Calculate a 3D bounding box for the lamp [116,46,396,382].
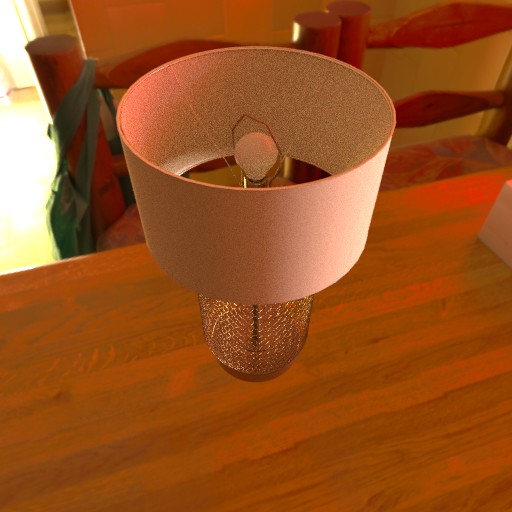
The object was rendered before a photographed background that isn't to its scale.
[{"bbox_3d":[0.000,0.000,0.781,0.353,0.578,0.353,0,47,0],"label":"lamp"}]
